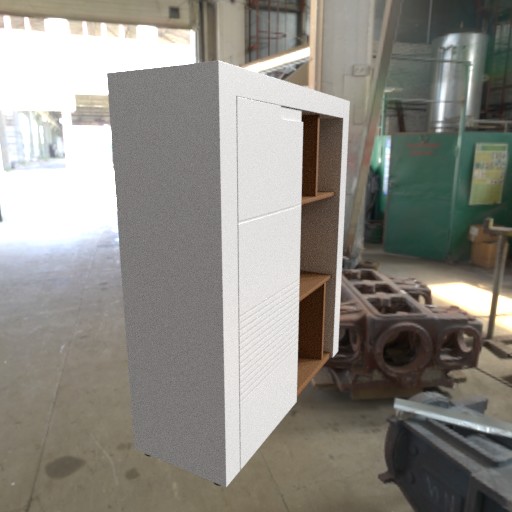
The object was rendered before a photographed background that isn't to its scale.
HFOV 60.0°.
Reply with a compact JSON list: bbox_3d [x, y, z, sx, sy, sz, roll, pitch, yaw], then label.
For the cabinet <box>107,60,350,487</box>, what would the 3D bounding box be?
[{"bbox_3d":[0.000,0.000,1.629,0.348,1.150,0.990,7,15,28],"label":"cabinet"}]
